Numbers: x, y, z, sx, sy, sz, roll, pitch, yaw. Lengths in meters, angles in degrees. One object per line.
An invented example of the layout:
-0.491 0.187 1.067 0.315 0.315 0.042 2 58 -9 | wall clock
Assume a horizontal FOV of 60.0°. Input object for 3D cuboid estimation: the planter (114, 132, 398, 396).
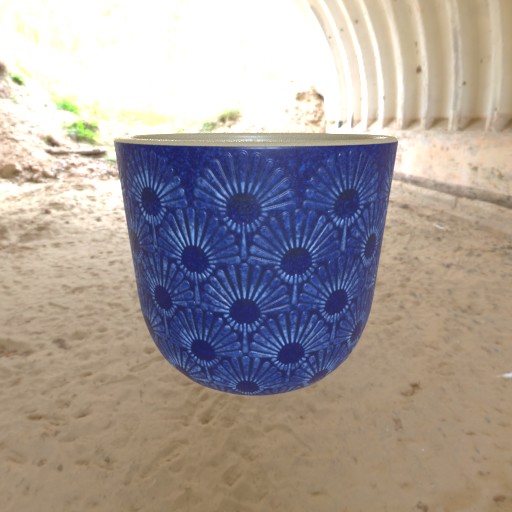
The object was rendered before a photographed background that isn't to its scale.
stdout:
0.000 0.000 0.363 0.206 0.190 0.206 0 17 0 | planter
